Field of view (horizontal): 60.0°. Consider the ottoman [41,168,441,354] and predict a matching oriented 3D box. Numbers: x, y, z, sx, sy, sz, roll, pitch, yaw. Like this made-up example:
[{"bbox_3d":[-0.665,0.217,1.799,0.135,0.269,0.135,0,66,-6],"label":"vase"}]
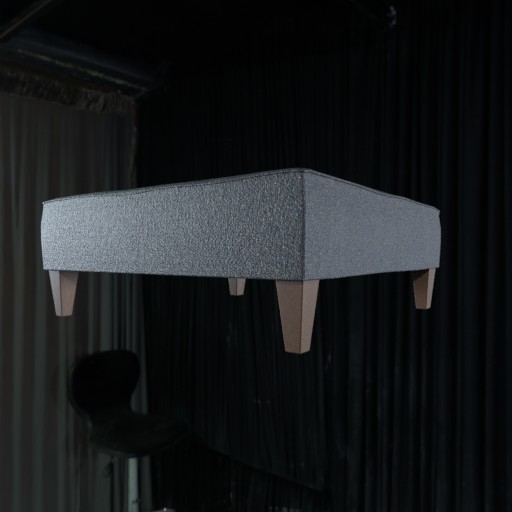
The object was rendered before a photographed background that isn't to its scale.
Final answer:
[{"bbox_3d":[0.000,0.000,1.521,0.968,0.382,1.004,0,0,36],"label":"ottoman"}]
